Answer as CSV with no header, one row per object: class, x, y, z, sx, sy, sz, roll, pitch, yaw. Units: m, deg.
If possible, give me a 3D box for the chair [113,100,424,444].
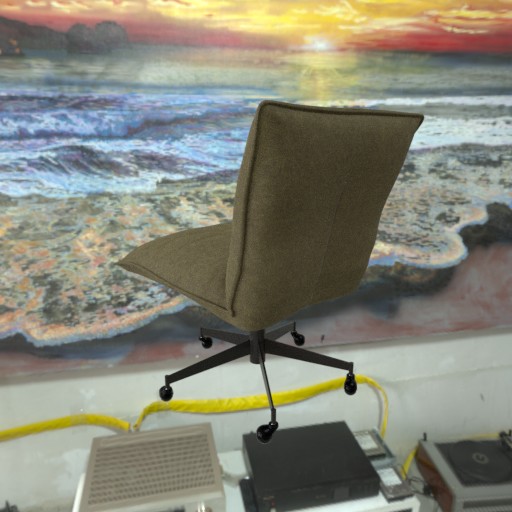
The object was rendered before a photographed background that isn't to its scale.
chair,0.000,0.000,1.305,0.597,0.811,0.696,-14,21,-41
